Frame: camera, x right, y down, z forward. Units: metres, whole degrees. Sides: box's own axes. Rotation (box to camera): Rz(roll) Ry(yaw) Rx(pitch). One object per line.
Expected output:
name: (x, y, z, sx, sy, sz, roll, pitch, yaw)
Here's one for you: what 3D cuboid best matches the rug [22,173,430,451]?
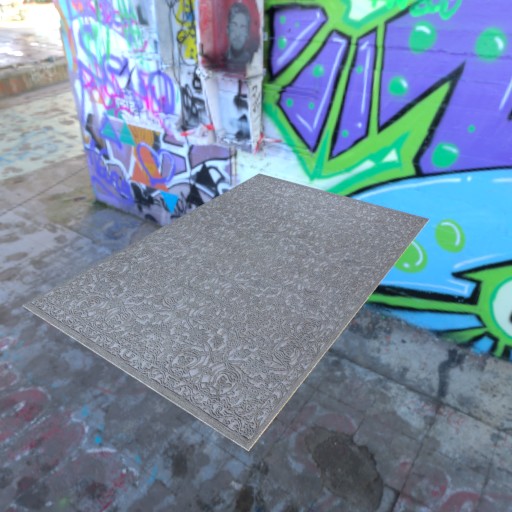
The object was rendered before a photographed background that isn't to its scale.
rug: (0.000, 0.000, 2.277, 1.221, 0.006, 1.827, 21, 38, 29)
